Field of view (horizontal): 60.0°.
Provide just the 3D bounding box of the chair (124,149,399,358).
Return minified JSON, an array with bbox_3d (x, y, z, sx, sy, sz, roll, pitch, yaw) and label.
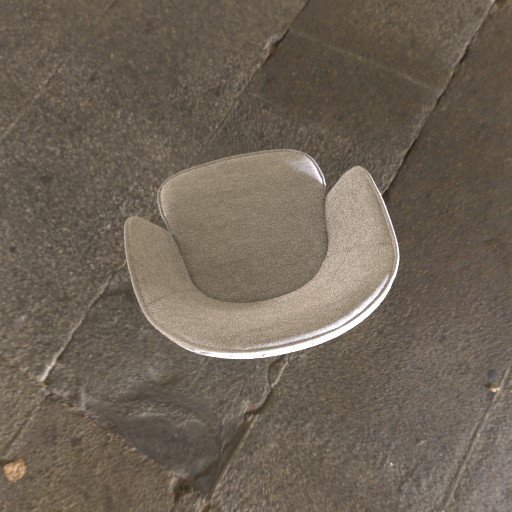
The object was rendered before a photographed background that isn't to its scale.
[{"bbox_3d":[0.000,0.000,1.144,0.540,0.800,0.530,-13,76,-3],"label":"chair"}]
